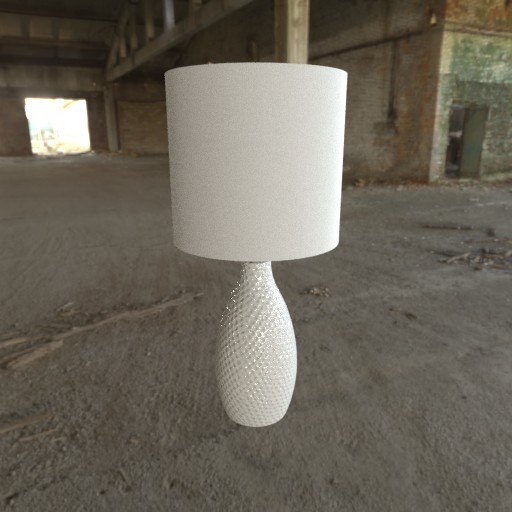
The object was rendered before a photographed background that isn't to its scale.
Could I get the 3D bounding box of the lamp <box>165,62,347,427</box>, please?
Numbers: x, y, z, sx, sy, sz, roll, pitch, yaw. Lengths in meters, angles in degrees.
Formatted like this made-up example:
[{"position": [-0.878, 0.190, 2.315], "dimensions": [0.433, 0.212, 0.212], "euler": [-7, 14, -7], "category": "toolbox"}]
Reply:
[{"position": [0.000, 0.000, 0.593], "dimensions": [0.214, 0.466, 0.214], "euler": [-8, 18, -26], "category": "lamp"}]
